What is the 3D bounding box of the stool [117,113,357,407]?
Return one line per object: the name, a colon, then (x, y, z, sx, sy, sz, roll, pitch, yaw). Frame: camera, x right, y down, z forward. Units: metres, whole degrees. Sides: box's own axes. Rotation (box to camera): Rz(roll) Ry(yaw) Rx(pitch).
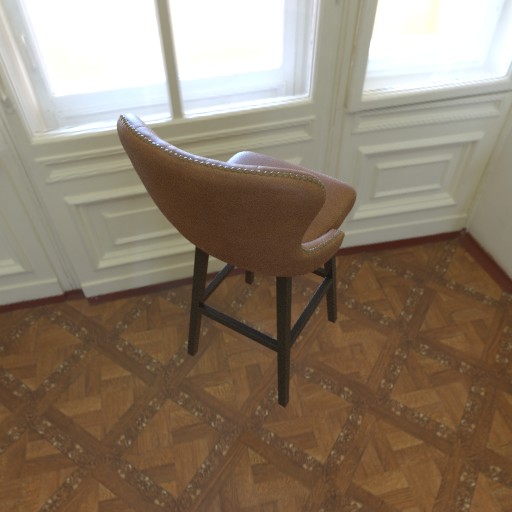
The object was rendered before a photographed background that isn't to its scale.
stool: (0.000, 0.000, 1.400, 0.528, 1.050, 0.601, 23, 50, 21)
